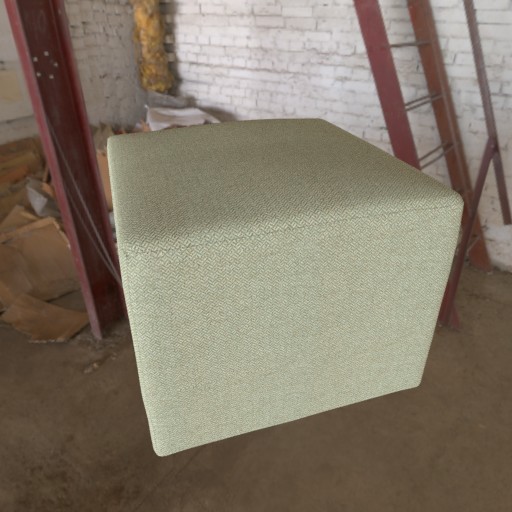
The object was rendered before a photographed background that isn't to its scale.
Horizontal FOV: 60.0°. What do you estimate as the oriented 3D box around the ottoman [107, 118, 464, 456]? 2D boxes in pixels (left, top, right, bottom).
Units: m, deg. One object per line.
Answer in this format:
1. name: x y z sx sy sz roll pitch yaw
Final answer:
1. ottoman: 0.000 0.000 0.892 0.512 0.453 0.521 -9 32 -15
